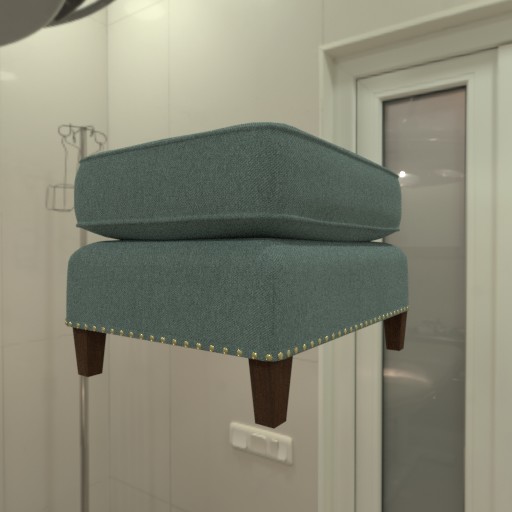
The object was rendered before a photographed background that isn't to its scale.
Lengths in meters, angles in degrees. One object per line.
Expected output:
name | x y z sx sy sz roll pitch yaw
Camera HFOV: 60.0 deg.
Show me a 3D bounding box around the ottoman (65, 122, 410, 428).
ottoman | 0.000 0.000 1.144 0.589 0.537 0.738 1 1 35
